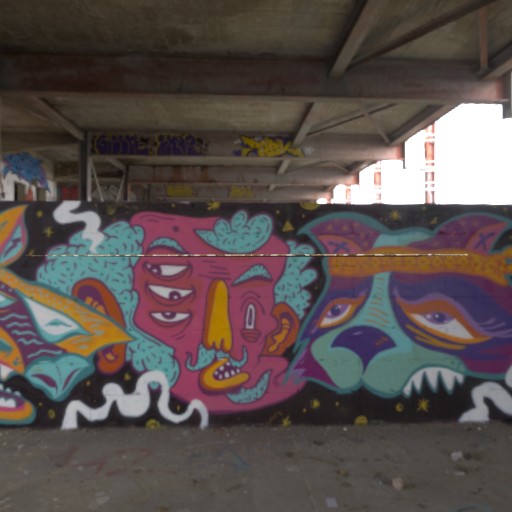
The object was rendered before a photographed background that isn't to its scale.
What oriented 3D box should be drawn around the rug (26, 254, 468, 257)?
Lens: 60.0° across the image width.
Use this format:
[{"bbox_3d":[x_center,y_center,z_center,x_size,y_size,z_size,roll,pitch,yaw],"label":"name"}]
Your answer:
[{"bbox_3d":[0.000,0.000,3.015,2.438,0.008,1.524,0,0,17],"label":"rug"}]
